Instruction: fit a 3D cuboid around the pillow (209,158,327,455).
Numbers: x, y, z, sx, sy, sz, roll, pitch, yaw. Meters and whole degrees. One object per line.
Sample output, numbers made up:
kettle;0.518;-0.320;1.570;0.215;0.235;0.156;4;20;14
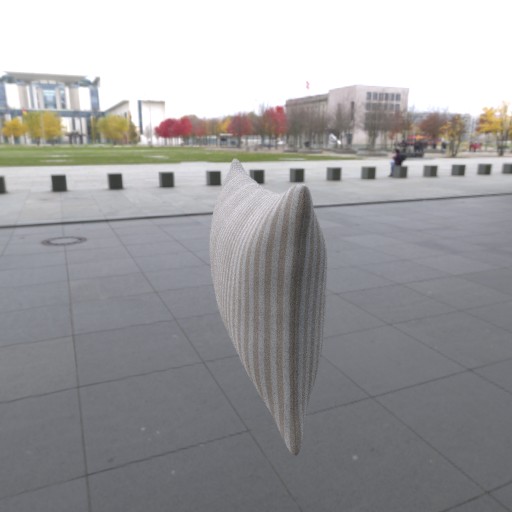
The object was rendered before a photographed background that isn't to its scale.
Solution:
pillow;0.000;0.000;0.739;0.151;0.295;0.617;-2;15;-8
